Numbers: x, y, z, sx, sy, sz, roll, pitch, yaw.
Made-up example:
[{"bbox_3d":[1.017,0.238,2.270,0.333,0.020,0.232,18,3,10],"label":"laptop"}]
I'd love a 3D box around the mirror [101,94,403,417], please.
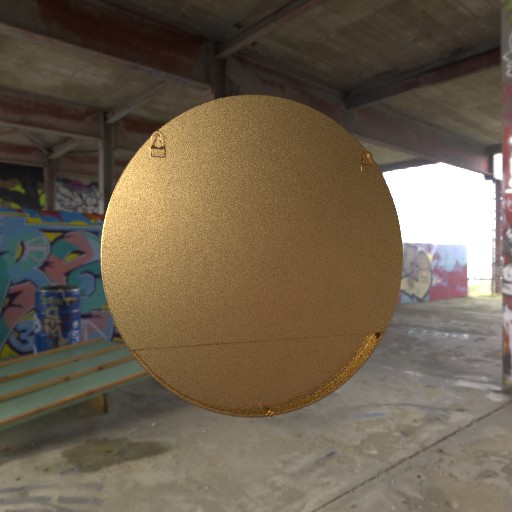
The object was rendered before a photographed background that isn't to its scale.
[{"bbox_3d":[0.000,0.000,0.689,0.457,0.457,0.133,0,0,-20],"label":"mirror"}]
